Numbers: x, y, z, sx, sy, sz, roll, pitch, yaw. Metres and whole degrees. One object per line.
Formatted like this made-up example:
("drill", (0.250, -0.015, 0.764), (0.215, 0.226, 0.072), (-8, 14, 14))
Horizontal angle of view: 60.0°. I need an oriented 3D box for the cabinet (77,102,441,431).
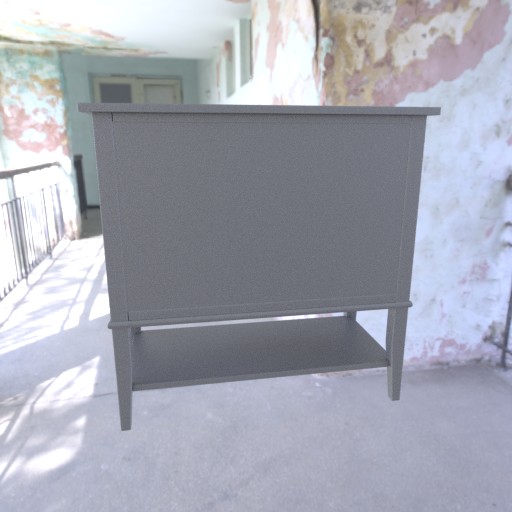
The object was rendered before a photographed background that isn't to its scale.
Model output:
("cabinet", (0.000, 0.000, 1.246), (0.801, 0.780, 0.396), (-3, 15, -10))
